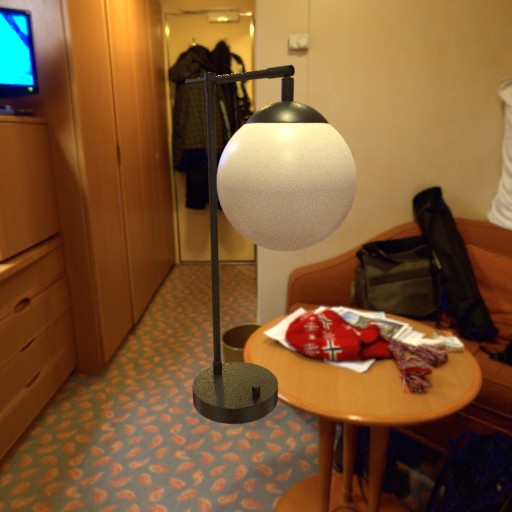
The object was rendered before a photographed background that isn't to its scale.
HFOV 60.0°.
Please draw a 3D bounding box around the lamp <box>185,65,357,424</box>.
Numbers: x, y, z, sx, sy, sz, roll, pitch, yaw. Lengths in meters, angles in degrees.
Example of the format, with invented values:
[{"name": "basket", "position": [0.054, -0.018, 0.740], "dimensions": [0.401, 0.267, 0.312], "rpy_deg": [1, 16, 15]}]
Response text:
[{"name": "lamp", "position": [0.000, 0.000, 0.704], "dimensions": [0.316, 0.559, 0.197], "rpy_deg": [14, 21, 42]}]
